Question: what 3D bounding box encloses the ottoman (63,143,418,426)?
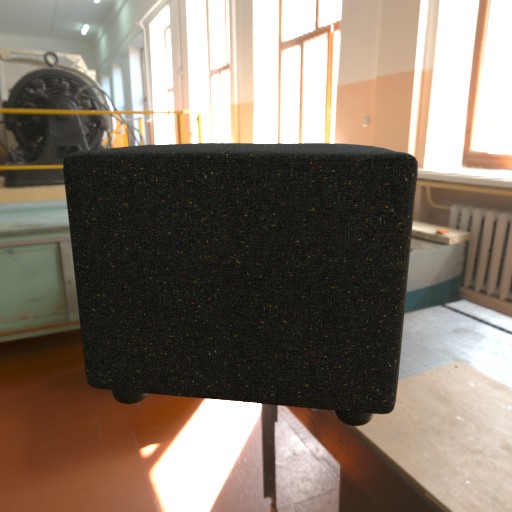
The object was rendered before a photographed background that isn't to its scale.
[{"bbox_3d":[0.000,0.000,0.877,0.508,0.432,0.508,2,15,9],"label":"ottoman"}]
